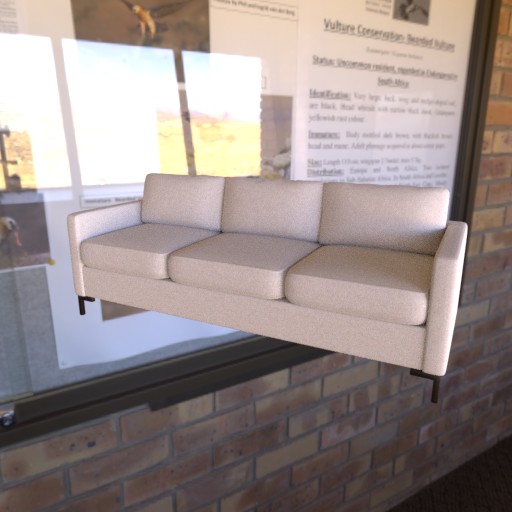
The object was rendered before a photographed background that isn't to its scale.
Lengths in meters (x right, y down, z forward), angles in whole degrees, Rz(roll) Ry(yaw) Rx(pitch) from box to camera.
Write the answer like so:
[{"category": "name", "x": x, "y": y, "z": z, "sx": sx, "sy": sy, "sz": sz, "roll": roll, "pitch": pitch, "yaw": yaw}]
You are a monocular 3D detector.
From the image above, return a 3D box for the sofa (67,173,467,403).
[{"category": "sofa", "x": 0.000, "y": 0.000, "z": 2.641, "sx": 2.218, "sy": 0.874, "sz": 0.859, "roll": 8, "pitch": 17, "yaw": 26}]
